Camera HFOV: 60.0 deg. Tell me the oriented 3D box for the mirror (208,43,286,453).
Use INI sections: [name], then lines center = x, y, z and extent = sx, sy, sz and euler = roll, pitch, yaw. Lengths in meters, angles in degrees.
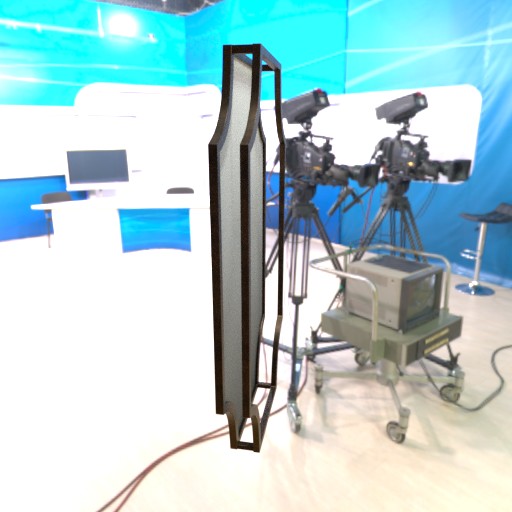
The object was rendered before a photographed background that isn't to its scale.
[mirror]
center = 0.000, 0.000, 0.974
extent = 0.066, 0.811, 0.462
euler = 3, 16, 10
